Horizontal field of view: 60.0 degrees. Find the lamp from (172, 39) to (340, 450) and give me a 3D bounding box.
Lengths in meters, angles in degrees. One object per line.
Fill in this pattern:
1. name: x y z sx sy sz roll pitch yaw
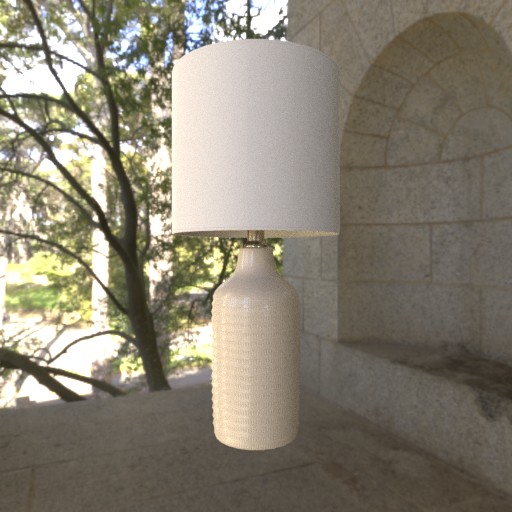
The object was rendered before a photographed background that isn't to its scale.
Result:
1. lamp: 0.000 0.000 0.594 0.220 0.475 0.220 0 0 37
